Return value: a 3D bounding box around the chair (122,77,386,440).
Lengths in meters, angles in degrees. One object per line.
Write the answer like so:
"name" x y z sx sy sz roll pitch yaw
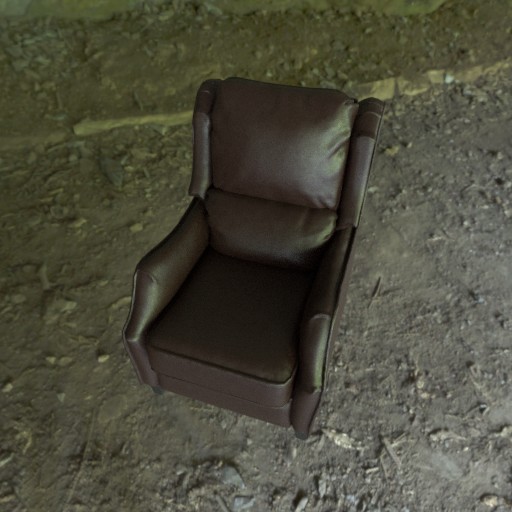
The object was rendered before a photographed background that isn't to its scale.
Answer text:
"chair" 0.000 0.000 1.764 0.770 1.132 0.982 12 42 14
